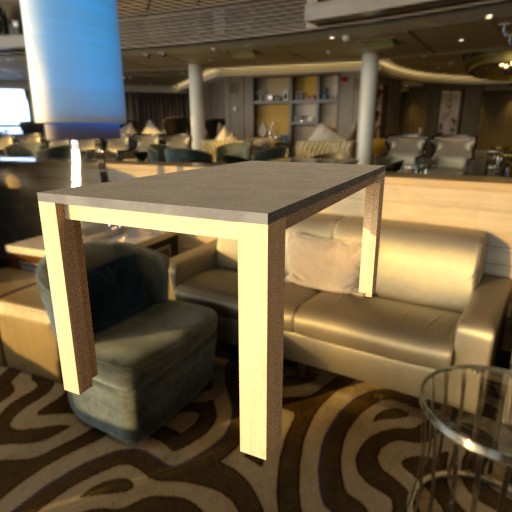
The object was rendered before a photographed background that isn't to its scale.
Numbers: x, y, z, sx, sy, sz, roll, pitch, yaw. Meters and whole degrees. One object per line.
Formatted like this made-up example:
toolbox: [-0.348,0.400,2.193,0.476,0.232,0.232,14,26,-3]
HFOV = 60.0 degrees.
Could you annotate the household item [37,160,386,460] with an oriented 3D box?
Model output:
household item: [0.000,0.000,2.101,0.850,0.755,1.600,8,18,25]
